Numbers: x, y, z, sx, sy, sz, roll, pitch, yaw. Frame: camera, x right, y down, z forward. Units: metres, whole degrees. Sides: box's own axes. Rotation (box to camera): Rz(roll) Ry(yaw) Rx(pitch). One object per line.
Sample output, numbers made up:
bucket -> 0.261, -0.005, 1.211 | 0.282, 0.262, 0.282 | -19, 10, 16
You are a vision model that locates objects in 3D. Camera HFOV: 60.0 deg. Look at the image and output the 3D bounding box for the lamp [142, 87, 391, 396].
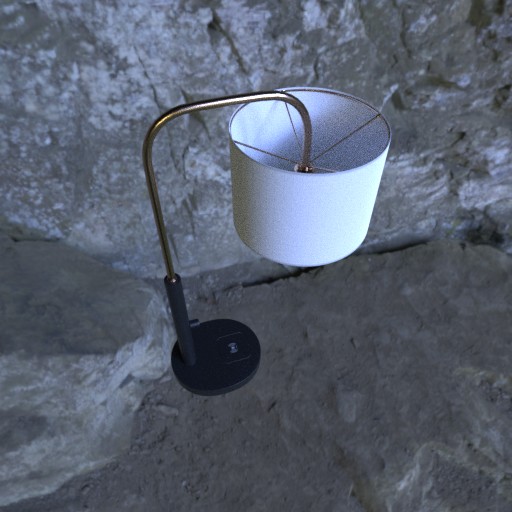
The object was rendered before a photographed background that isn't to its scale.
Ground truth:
lamp -> 0.000, 0.000, 0.693 | 0.337, 0.540, 0.199 | -13, 49, -12
